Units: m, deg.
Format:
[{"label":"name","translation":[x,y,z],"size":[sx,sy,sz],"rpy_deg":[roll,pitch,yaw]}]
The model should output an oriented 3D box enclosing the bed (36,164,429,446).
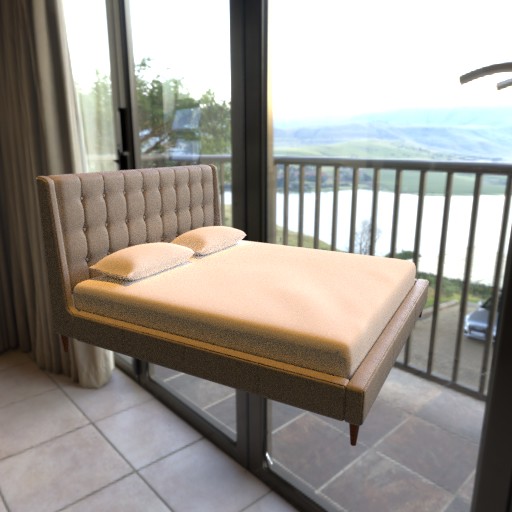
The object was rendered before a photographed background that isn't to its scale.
[{"label":"bed","translation":[0.000,0.000,3.495],"size":[2.342,1.289,2.062],"rpy_deg":[8,16,28]}]
